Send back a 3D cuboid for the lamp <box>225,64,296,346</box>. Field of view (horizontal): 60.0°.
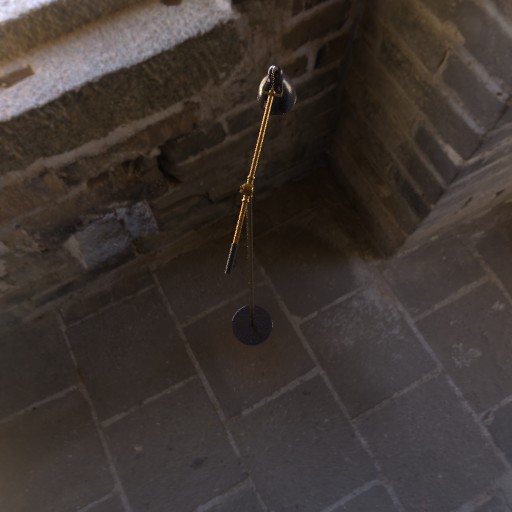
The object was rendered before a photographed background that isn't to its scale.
[{"bbox_3d":[0.000,0.000,1.852,0.235,1.628,0.618,14,67,6],"label":"lamp"}]
